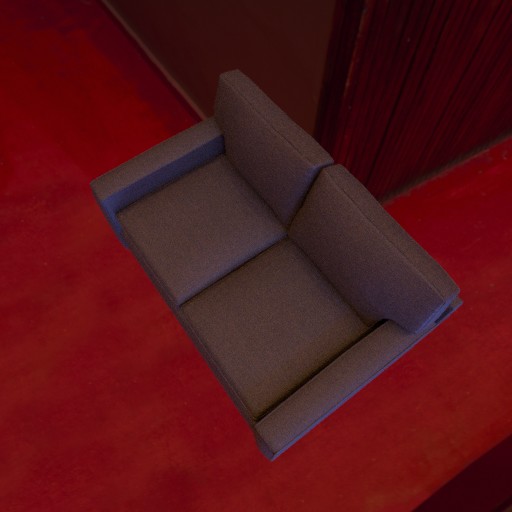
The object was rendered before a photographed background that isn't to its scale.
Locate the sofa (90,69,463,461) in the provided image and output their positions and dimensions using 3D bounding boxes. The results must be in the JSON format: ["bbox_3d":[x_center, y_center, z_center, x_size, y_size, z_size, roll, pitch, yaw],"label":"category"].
[{"bbox_3d":[0.000,0.000,2.149,0.974,0.887,1.534,-33,68,-15],"label":"sofa"}]
